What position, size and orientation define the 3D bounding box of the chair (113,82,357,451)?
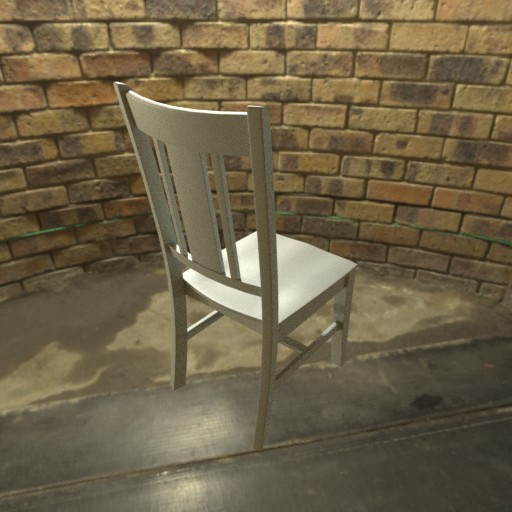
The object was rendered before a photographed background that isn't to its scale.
[{"bbox_3d":[0.000,0.000,1.331,0.450,0.998,0.555,23,37,34],"label":"chair"}]
